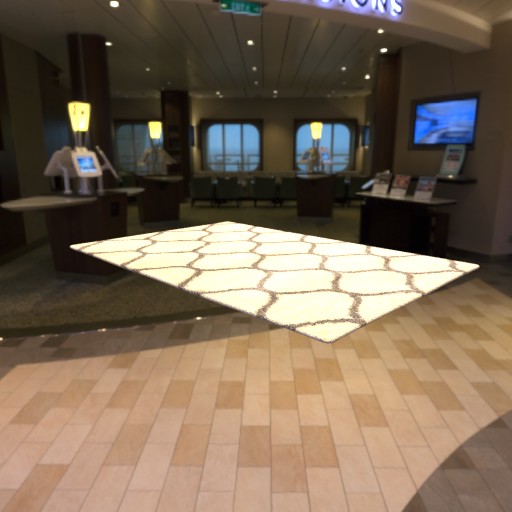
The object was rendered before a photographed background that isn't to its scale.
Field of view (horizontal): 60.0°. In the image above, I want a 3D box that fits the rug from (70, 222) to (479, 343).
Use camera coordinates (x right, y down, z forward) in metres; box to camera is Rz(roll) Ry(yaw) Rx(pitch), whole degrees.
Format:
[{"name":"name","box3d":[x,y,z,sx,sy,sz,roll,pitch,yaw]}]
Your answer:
[{"name":"rug","box3d":[0.000,0.000,3.455,1.801,0.026,2.701,-13,19,-43]}]
